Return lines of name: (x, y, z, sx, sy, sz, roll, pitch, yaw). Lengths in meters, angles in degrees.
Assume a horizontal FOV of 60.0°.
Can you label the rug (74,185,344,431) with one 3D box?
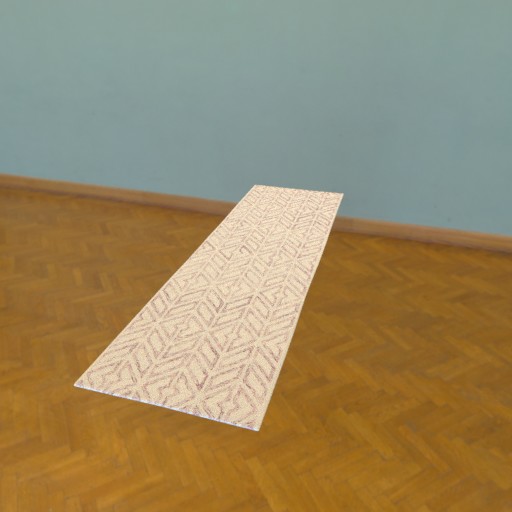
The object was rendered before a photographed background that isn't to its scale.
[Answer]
rug: (0.000, 0.000, 2.650, 0.750, 0.009, 2.435, 8, 29, 15)
